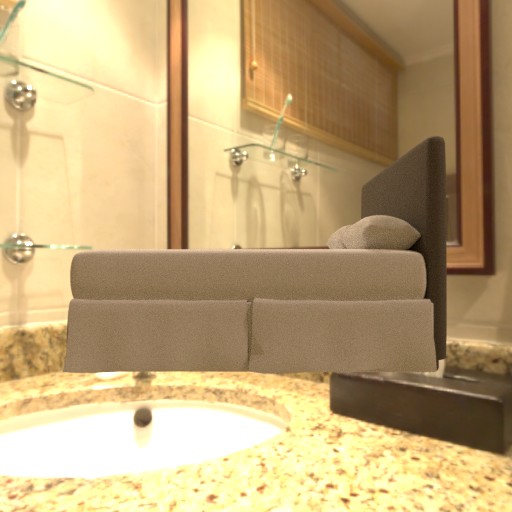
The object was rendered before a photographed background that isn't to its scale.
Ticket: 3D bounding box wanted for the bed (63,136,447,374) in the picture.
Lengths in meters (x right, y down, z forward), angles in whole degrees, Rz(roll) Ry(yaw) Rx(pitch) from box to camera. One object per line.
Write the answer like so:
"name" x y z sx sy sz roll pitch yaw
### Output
"bed" 0.000 0.000 3.229 2.142 1.330 1.723 0 -1 1
